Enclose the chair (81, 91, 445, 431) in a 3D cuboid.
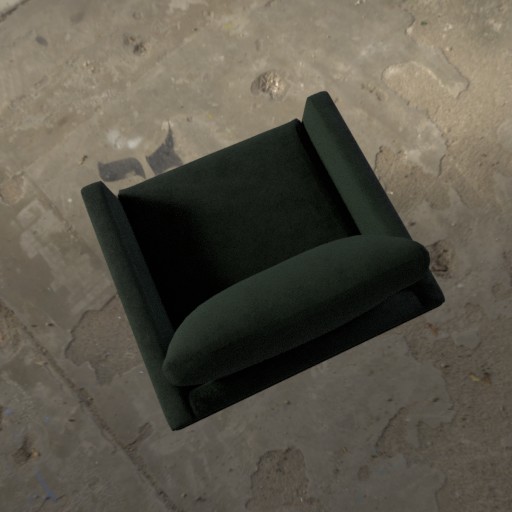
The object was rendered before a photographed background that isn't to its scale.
[{"bbox_3d":[0.000,0.000,1.622,0.963,0.861,0.866,-24,76,-6],"label":"chair"}]
